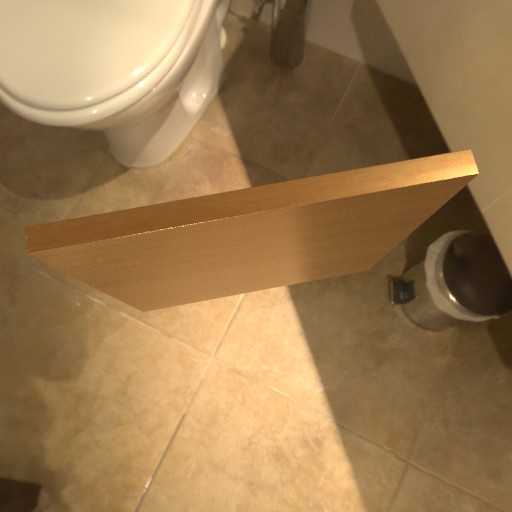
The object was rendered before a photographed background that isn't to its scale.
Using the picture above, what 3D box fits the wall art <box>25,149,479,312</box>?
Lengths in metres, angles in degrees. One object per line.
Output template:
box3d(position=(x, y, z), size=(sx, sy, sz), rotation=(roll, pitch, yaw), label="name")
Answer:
box3d(position=(0.000, 0.000, 0.440), size=(0.302, 0.302, 0.019), rotation=(-10, 76, -3), label="wall art")
